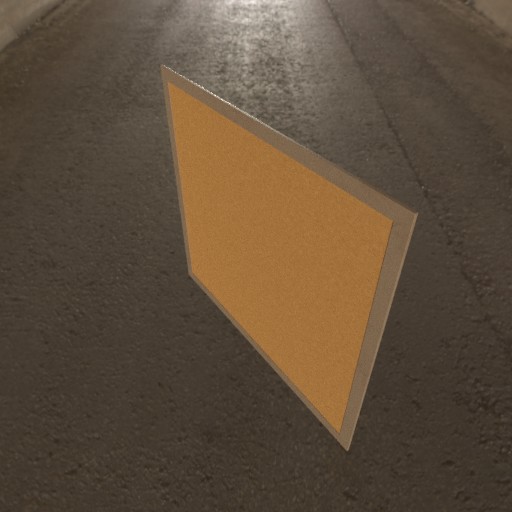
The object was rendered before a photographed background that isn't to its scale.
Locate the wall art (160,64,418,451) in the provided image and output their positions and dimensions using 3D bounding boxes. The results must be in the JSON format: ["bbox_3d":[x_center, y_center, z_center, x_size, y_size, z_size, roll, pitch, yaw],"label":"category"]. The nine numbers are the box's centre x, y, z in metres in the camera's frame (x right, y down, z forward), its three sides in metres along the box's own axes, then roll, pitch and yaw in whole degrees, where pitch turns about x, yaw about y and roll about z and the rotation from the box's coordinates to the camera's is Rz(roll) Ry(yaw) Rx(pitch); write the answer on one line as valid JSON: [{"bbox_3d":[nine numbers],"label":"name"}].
[{"bbox_3d":[0.000,0.000,1.640,0.025,1.067,1.168,-26,47,-26],"label":"wall art"}]
